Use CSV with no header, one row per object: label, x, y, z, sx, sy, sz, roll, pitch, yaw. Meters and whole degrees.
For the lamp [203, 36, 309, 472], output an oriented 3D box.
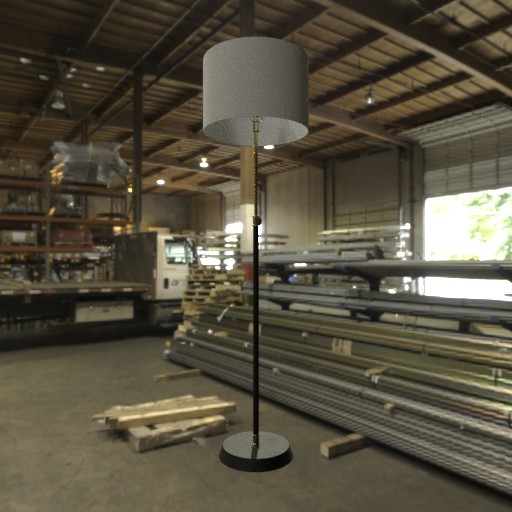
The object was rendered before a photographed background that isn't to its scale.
lamp,0.000,0.000,1.699,0.404,1.517,0.404,0,-1,-36
